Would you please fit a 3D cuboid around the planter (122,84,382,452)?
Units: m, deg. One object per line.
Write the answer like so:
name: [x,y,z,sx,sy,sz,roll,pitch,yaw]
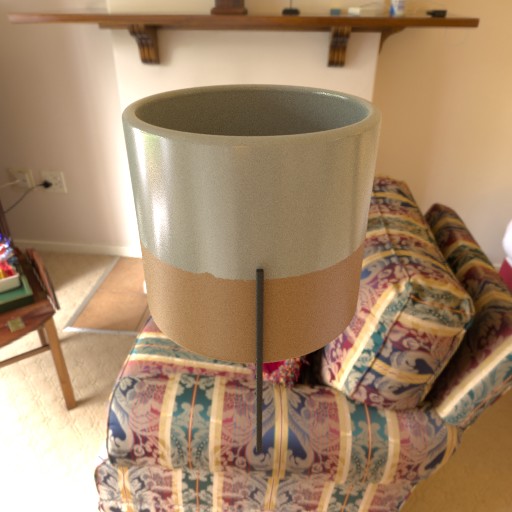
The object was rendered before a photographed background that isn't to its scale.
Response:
planter: [0.000,0.000,0.724,0.360,0.480,0.348,-18,35,-28]
